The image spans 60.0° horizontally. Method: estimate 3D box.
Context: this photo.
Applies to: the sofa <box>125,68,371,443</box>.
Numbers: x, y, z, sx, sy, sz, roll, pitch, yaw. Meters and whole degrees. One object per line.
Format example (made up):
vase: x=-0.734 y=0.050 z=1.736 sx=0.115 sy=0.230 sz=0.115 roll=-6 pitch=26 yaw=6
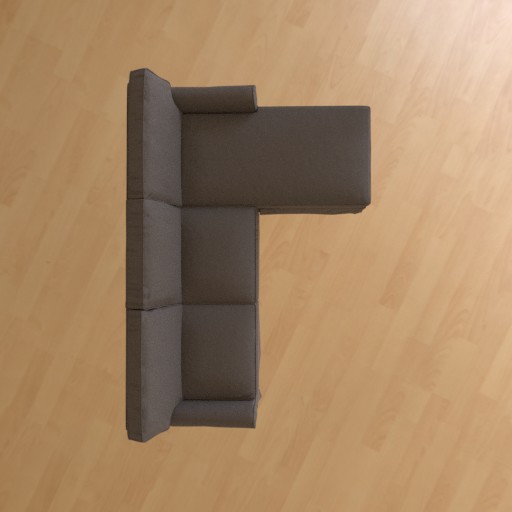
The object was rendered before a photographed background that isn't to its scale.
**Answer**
sofa: x=0.000 y=0.000 z=3.256 sx=1.733 sy=0.978 sz=2.475 roll=0 pitch=89 yaw=2
